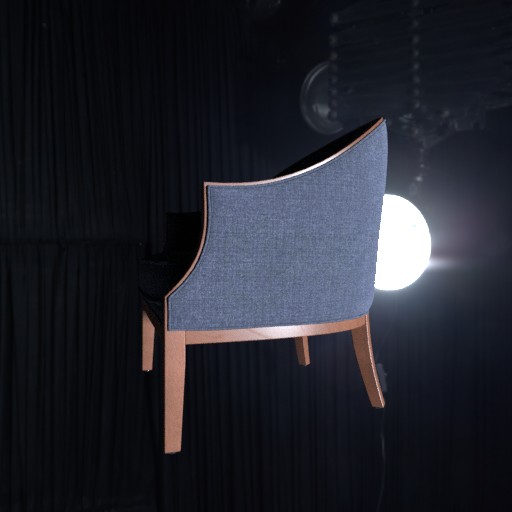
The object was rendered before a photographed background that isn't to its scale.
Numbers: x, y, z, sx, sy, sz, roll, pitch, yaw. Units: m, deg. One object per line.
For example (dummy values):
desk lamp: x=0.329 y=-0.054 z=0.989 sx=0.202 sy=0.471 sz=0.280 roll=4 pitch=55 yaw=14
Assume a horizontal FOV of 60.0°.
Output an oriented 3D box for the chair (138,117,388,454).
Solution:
chair: x=0.000 y=0.000 z=1.440 sx=0.735 sy=0.876 sz=0.803 roll=0 pitch=0 yaw=-18
